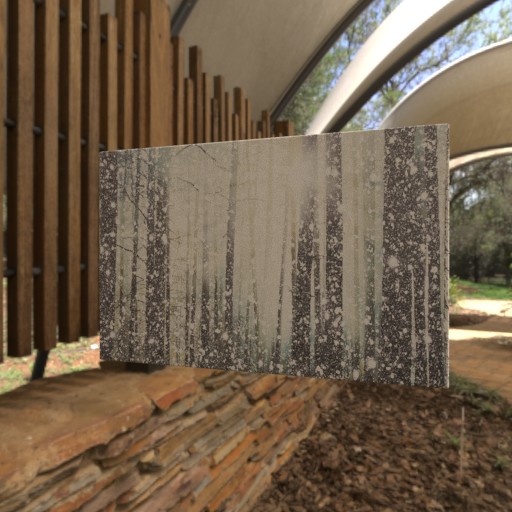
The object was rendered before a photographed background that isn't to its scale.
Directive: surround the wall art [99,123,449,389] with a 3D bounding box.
[{"bbox_3d":[0.000,0.000,0.774,0.618,0.398,0.042,0,0,18],"label":"wall art"}]
